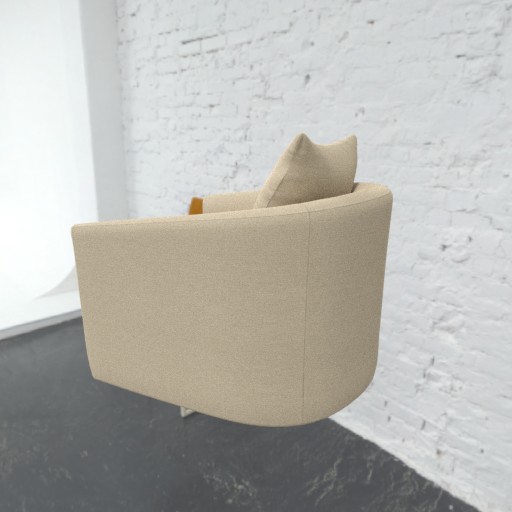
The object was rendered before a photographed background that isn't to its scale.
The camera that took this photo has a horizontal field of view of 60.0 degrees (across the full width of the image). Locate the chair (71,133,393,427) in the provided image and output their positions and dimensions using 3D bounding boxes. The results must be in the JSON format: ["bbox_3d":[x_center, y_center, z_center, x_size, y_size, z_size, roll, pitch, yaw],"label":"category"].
[{"bbox_3d":[0.000,0.000,1.592,0.910,0.848,0.845,7,17,25],"label":"chair"}]
